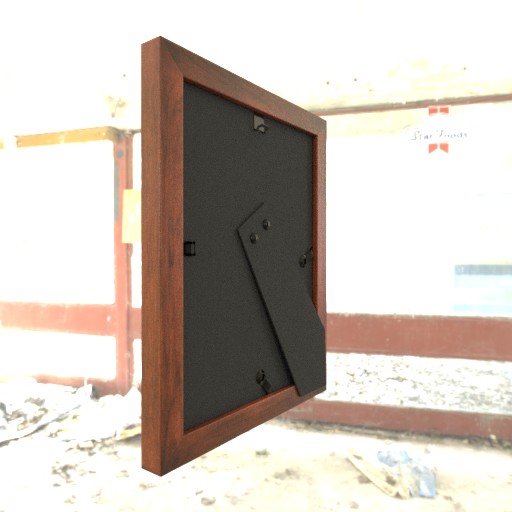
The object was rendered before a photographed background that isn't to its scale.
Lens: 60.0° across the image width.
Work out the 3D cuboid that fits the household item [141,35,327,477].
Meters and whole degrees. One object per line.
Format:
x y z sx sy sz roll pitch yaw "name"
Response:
0.000 0.000 0.335 0.020 0.250 0.200 0 0 37 "household item"
